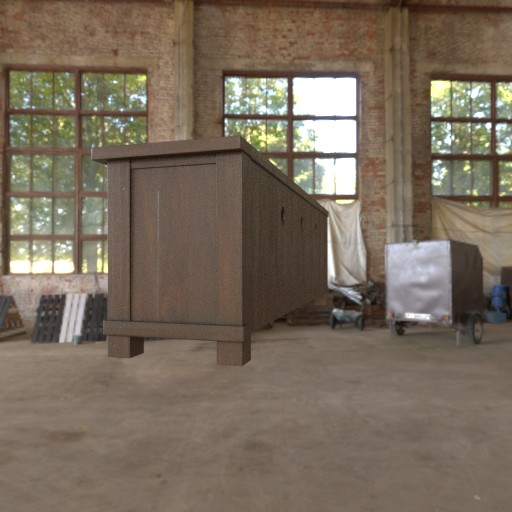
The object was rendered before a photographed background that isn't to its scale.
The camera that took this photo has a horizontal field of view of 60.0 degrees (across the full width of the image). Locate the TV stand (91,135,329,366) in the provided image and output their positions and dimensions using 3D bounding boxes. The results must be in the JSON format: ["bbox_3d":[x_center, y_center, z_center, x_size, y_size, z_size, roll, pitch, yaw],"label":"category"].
[{"bbox_3d":[0.000,0.000,2.122,0.471,0.615,1.866,0,-1,16],"label":"TV stand"}]
